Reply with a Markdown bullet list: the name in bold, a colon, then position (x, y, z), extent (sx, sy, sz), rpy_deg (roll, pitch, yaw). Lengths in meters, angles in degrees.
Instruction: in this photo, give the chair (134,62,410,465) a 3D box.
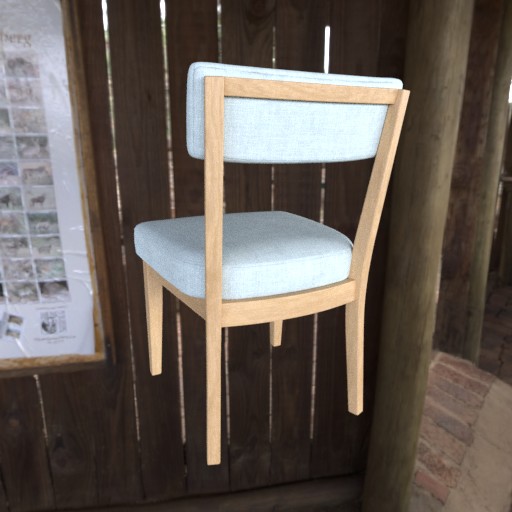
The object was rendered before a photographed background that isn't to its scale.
- **chair**: position (0.000, 0.000, 1.143), extent (0.508, 0.832, 0.572), rpy_deg (-7, 16, -27)
